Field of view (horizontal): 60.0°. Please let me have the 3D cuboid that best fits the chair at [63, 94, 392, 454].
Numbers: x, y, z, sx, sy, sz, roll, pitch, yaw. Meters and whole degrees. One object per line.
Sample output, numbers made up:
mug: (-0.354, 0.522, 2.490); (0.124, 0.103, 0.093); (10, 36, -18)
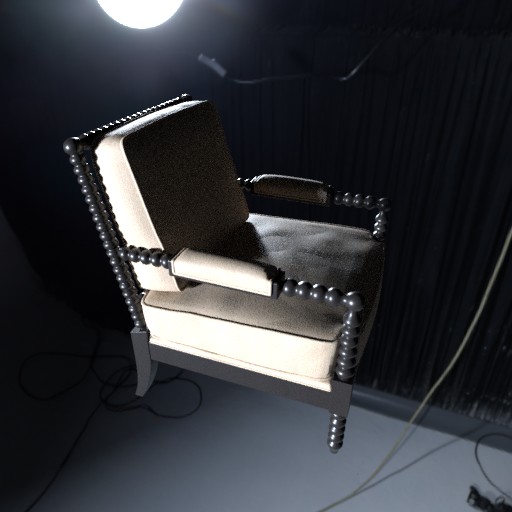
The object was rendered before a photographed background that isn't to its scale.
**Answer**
chair: (0.000, 0.000, 1.178); (0.657, 0.703, 0.555); (11, 32, 18)
